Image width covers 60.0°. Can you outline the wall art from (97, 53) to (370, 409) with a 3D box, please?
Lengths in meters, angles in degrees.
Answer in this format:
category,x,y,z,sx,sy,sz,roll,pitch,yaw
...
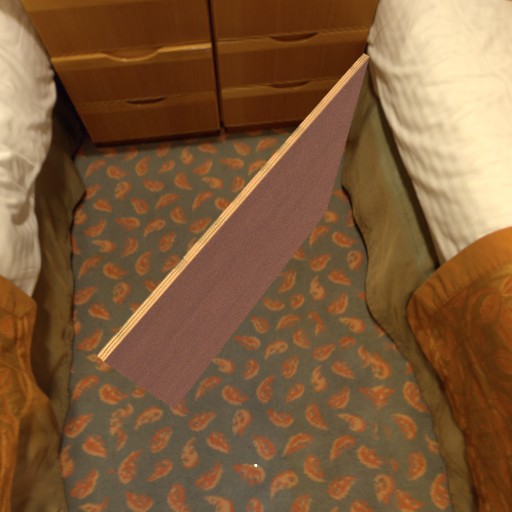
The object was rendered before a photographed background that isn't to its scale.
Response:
category,x,y,z,sx,sy,sz,roll,pitch,yaw
wall art,0.000,0.000,0.697,0.010,0.408,0.508,33,69,15
